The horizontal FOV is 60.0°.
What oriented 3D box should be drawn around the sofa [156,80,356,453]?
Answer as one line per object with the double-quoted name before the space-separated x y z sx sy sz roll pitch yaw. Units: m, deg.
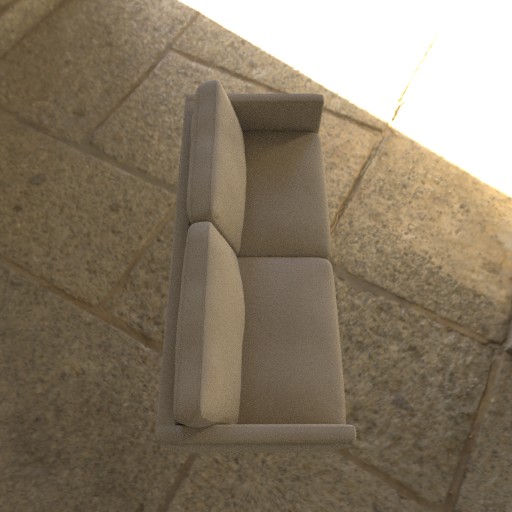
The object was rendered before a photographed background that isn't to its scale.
"sofa" 0.000 0.000 2.708 0.948 0.932 2.181 0 64 0
